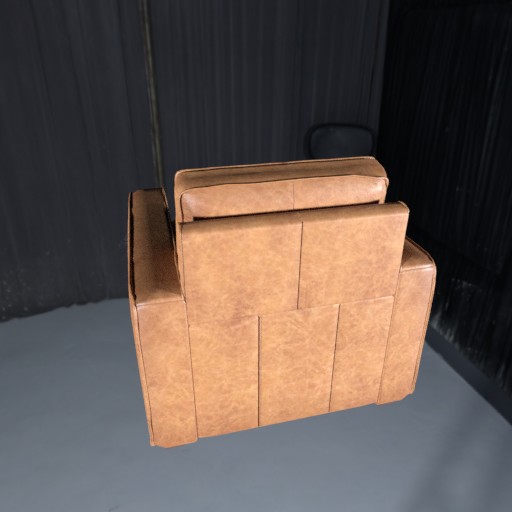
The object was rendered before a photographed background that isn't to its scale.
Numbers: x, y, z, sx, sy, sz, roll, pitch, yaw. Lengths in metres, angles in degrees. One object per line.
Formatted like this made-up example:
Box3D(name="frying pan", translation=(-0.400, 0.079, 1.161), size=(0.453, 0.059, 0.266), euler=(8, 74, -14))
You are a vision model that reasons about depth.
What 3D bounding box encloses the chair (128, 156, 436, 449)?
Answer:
Box3D(name="chair", translation=(0.000, 0.000, 1.751), size=(0.987, 0.901, 1.027), euler=(-8, 28, -15))
